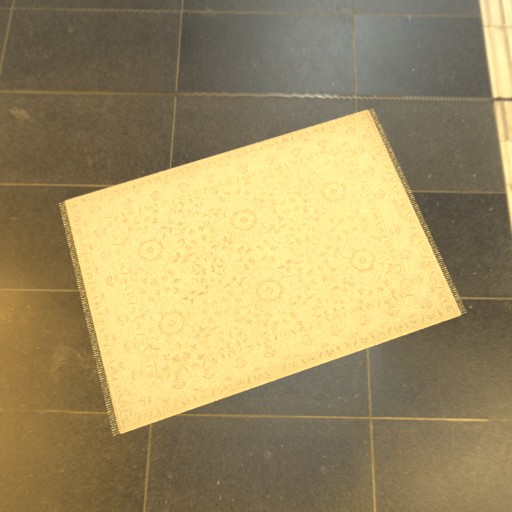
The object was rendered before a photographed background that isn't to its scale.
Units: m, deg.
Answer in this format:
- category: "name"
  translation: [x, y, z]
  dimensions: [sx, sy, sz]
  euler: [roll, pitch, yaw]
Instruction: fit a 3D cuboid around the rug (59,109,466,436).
- category: "rug"
  translation: [0.000, 0.000, 2.822]
  dimensions: [2.233, 0.011, 1.514]
  euler: [-18, 76, -5]
